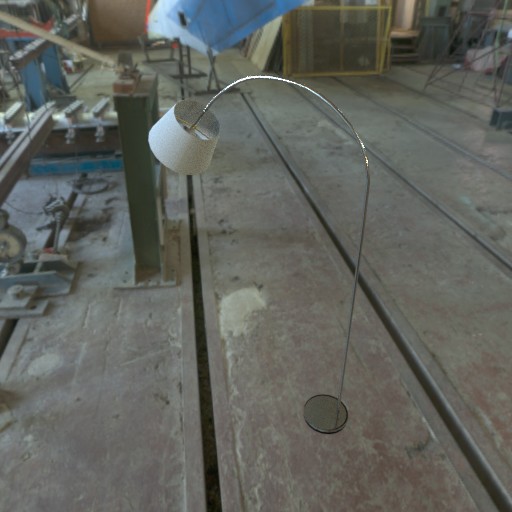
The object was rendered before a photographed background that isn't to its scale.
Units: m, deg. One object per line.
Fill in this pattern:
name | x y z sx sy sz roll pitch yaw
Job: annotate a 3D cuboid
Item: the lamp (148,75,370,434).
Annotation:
lamp | 0.000 0.000 2.724 1.445 2.098 0.406 20 37 30
